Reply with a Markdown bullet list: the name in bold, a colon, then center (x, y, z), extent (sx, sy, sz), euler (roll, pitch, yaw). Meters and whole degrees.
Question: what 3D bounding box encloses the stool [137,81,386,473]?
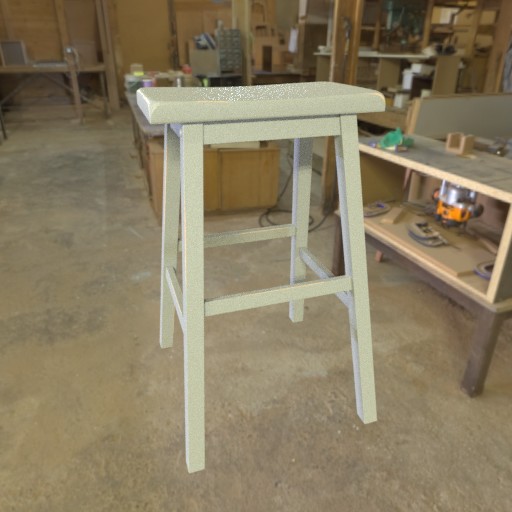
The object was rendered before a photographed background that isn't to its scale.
- **stool**: center (0.000, 0.000, 1.043), extent (0.457, 0.737, 0.476), euler (-8, 28, -16)
